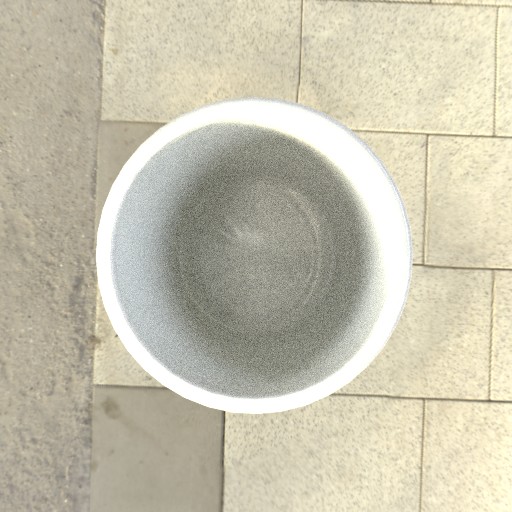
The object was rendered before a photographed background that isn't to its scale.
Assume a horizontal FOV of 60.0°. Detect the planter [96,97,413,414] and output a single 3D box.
[{"bbox_3d":[0.000,0.000,0.567,0.265,0.404,0.265,0,90,0],"label":"planter"}]
